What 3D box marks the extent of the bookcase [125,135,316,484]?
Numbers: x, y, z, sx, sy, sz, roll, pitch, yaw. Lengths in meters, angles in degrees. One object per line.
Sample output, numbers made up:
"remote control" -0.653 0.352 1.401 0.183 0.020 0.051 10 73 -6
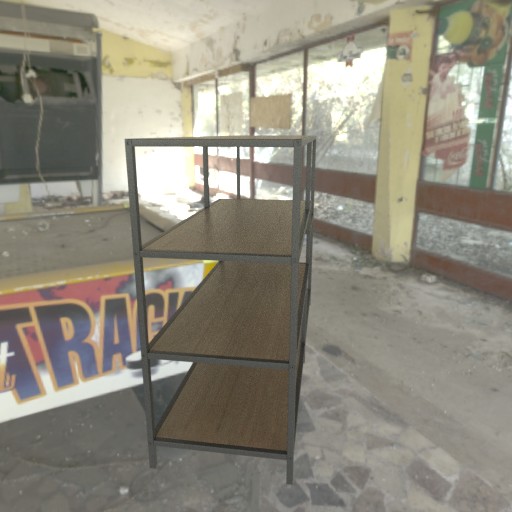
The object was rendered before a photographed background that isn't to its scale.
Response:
"bookcase" 0.000 0.000 1.497 0.350 0.780 1.140 2 16 9
